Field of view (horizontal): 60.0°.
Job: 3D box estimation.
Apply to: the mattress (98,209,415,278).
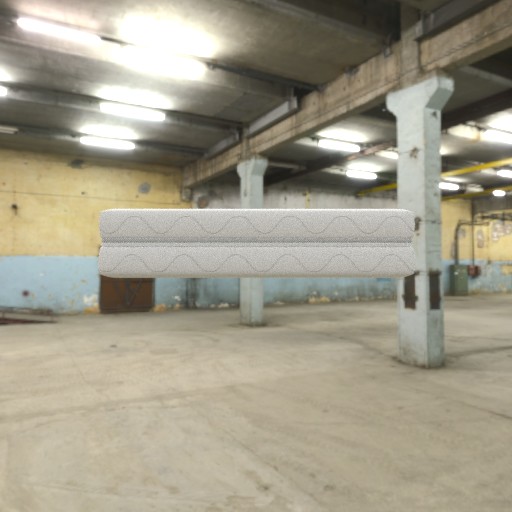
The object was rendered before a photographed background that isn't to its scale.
[{"bbox_3d":[0.000,0.000,2.198,0.900,0.200,1.900,0,-2,0],"label":"mattress"}]
